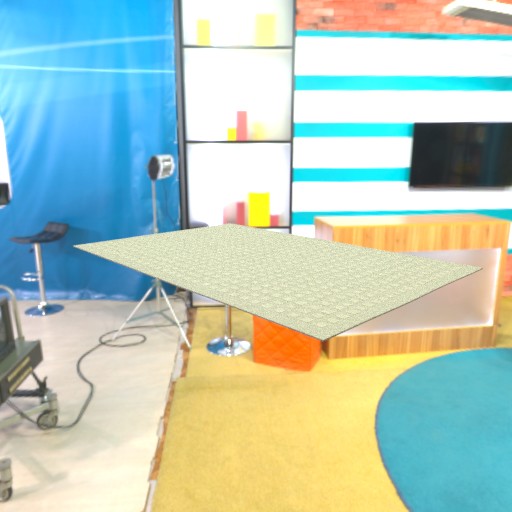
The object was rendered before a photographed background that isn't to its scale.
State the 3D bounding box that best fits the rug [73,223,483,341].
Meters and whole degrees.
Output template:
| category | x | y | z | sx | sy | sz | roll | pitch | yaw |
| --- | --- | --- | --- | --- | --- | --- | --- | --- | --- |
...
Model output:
| category | x | y | z | sx | sy | sz | roll | pitch | yaw |
| --- | --- | --- | --- | --- | --- | --- | --- | --- | --- |
| rug | 0.000 | 0.000 | 2.215 | 1.143 | 0.006 | 1.747 | -12 | 18 | -42 |
